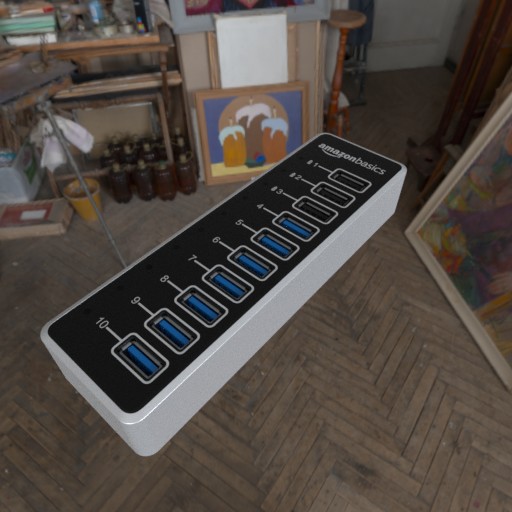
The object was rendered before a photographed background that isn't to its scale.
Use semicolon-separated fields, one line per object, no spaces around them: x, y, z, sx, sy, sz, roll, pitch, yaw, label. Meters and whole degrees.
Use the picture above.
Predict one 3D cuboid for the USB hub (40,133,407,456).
0.000;0.000;0.163;0.044;0.023;0.145;32;54;27;USB hub
